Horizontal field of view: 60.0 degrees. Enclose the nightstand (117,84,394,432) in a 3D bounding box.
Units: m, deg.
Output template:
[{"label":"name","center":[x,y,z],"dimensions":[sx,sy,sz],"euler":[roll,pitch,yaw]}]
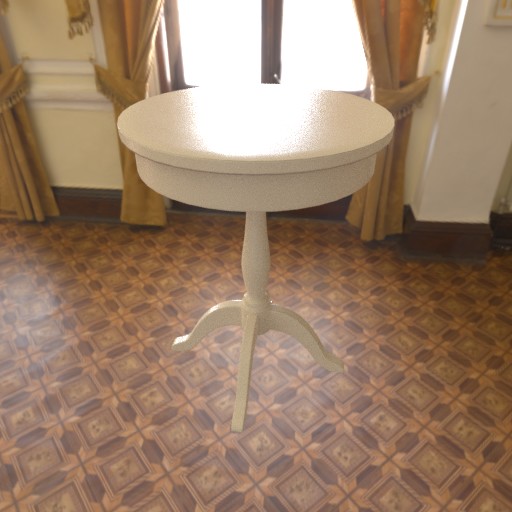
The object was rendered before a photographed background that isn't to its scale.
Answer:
[{"label":"nightstand","center":[0.000,0.000,1.022],"dimensions":[0.513,0.653,0.513],"euler":[11,34,16]}]
